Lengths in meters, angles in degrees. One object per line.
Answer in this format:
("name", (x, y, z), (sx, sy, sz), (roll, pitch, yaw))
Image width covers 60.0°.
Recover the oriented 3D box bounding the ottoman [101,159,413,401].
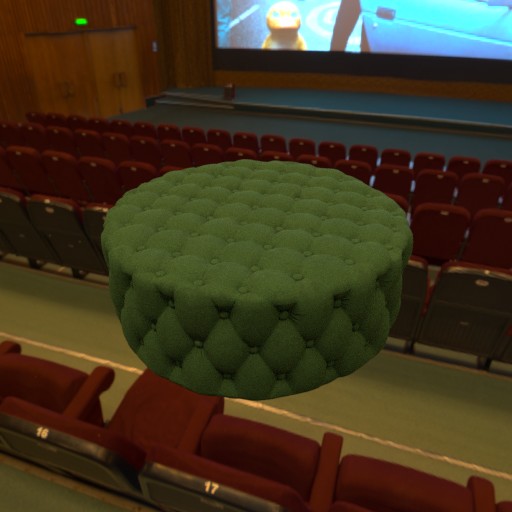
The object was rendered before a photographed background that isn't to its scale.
("ottoman", (0.000, 0.000, 1.538), (0.998, 0.399, 0.998), (0, 31, 0))
